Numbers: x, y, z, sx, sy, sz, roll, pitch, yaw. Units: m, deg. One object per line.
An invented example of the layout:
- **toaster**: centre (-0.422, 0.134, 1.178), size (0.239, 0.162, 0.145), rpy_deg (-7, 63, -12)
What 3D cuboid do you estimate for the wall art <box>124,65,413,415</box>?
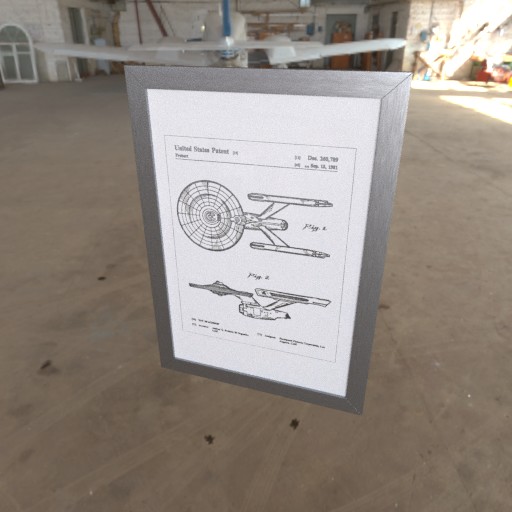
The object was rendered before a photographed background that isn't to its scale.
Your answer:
- **wall art**: centre (0.000, 0.000, 0.676), size (0.376, 0.529, 0.013), rpy_deg (9, 28, 16)
